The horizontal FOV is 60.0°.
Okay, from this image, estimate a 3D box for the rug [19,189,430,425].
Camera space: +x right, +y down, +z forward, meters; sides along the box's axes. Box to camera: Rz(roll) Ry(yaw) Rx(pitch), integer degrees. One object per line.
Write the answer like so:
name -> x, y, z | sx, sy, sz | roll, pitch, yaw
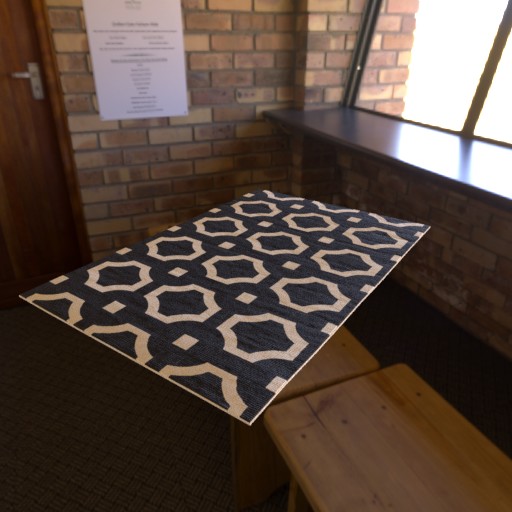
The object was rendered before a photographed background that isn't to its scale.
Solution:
rug -> 0.000, 0.000, 2.849 | 1.555, 0.016, 2.286 | 17, 31, 31
